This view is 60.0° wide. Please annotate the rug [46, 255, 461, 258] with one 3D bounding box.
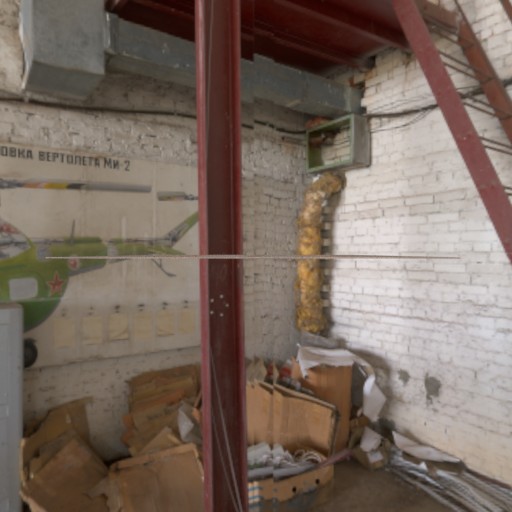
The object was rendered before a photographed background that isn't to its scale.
[{"bbox_3d":[0.000,0.000,4.100,2.425,0.008,3.035,0,0,1],"label":"rug"}]
